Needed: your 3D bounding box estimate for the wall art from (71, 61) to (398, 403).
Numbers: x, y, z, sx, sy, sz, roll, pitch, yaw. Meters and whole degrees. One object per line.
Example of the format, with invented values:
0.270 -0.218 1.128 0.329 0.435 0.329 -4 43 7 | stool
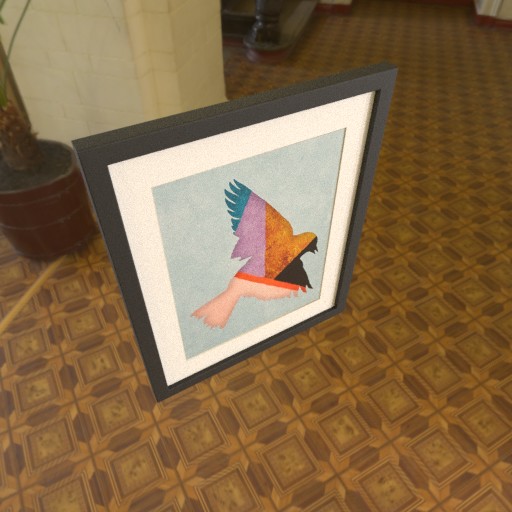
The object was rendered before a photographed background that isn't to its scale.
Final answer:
0.000 0.000 0.757 0.457 0.558 0.028 -22 48 -21 | wall art
